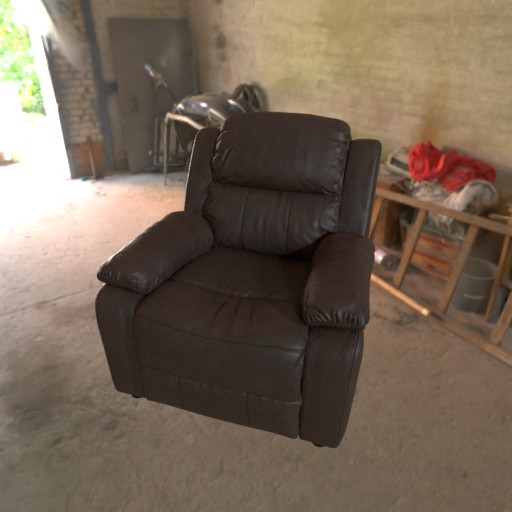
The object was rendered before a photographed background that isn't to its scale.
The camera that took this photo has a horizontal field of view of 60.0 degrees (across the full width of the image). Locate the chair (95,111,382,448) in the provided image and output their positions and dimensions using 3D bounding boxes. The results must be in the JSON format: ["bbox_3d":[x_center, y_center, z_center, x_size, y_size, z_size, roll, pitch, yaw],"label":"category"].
[{"bbox_3d":[0.000,0.000,1.273,0.680,0.702,0.707,9,29,16],"label":"chair"}]
